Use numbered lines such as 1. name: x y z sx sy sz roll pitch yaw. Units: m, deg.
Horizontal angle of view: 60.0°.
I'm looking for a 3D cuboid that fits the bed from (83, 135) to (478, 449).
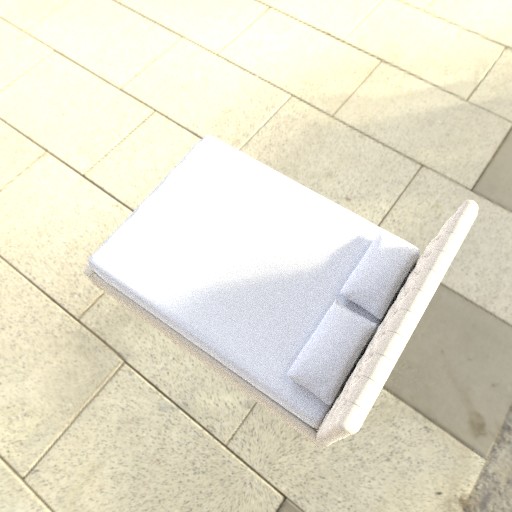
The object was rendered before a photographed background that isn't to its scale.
1. bed: 0.000 0.000 3.464 2.387 1.427 1.698 32 68 14
